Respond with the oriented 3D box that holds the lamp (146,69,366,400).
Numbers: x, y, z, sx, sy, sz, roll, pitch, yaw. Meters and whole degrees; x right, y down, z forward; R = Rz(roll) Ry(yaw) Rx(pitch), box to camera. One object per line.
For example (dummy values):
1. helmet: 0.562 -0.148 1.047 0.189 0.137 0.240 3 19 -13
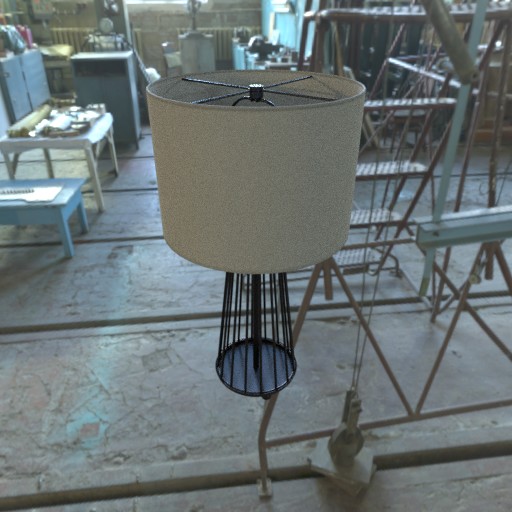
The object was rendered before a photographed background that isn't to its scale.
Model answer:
1. lamp: 0.000 0.000 0.811 0.322 0.593 0.322 21 36 32
